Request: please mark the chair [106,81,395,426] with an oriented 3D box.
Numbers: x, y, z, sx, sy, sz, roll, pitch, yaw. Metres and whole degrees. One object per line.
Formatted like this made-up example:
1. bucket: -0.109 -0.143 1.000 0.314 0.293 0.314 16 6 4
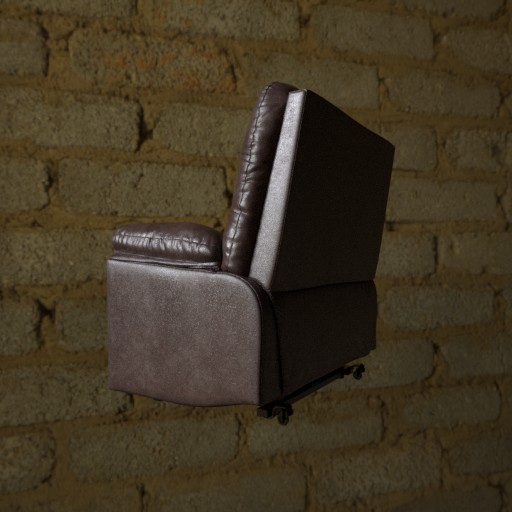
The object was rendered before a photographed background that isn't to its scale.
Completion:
1. chair: 0.000 0.000 1.752 0.879 1.041 0.940 0 0 34
